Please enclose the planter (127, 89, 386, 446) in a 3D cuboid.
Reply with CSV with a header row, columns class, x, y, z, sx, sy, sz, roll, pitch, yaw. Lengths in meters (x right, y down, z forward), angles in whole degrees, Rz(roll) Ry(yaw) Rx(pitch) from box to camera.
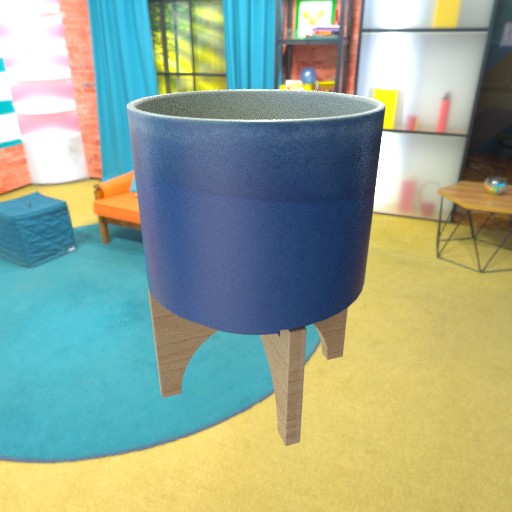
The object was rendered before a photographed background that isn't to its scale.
class,x,y,z,sx,sy,sz,roll,pitch,yaw
planter,0.000,0.000,0.396,0.192,0.263,0.192,0,26,0
